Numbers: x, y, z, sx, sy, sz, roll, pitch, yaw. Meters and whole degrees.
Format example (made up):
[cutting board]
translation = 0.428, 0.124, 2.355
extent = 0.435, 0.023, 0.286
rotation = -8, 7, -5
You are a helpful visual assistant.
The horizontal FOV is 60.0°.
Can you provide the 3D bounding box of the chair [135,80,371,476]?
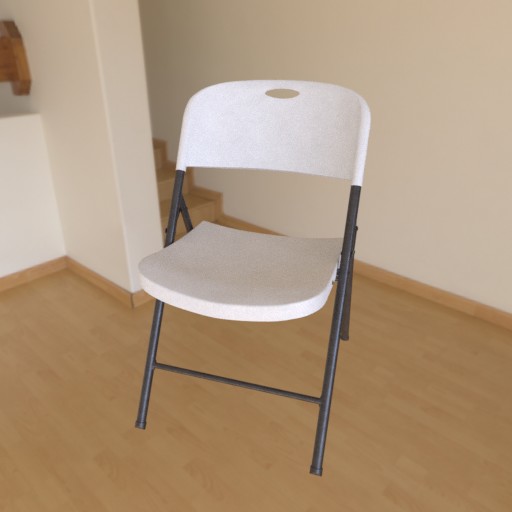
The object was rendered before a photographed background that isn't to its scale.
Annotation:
[chair]
translation = 0.000, 0.000, 1.150
extent = 0.494, 0.810, 0.566
rotation = 8, 27, 15
